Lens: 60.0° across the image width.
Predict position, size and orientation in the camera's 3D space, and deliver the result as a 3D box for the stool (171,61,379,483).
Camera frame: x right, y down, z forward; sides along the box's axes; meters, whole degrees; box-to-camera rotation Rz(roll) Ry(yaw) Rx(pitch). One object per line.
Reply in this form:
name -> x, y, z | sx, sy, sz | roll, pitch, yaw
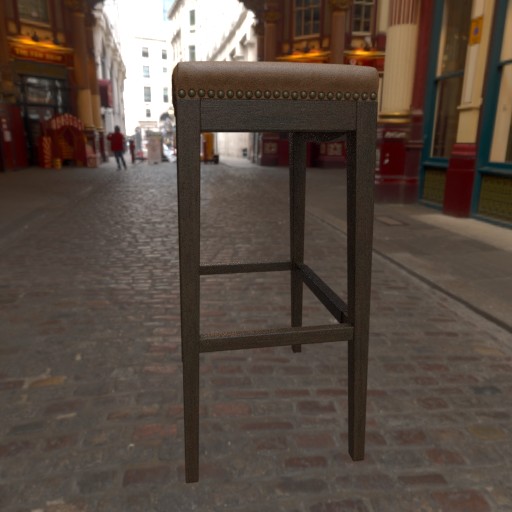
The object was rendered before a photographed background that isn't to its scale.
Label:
stool -> 0.000, 0.000, 1.013 | 0.361, 0.759, 0.500 | -3, 16, -10
